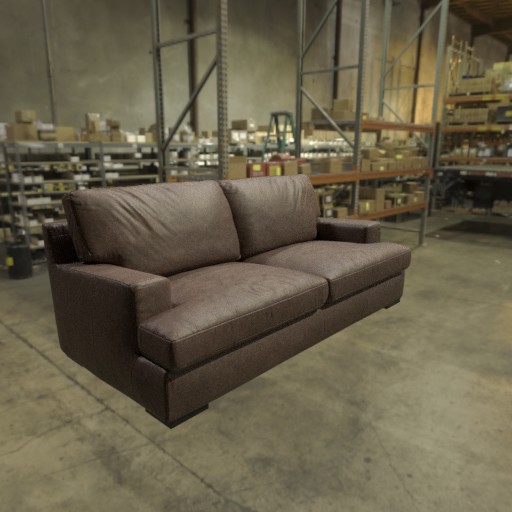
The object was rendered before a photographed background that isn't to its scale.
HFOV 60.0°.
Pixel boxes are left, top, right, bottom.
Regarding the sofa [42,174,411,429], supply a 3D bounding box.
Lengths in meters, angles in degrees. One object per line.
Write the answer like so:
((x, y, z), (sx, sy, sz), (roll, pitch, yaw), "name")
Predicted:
((0.000, 0.000, 2.843), (1.143, 0.941, 2.261), (13, 19, 41), "sofa")
